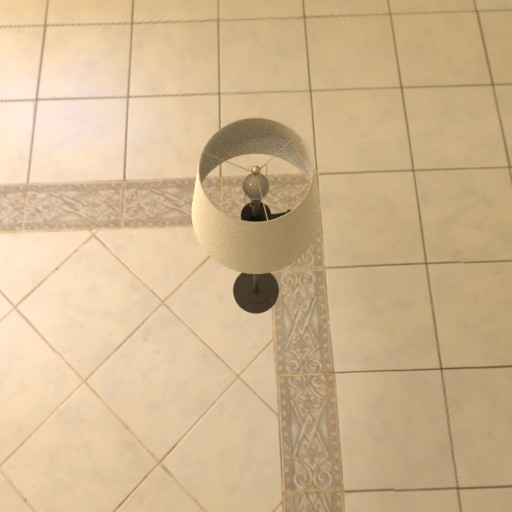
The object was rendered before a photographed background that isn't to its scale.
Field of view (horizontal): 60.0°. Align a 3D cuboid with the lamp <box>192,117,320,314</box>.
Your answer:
[{"bbox_3d":[0.000,0.000,1.659,0.348,1.473,0.348,-11,76,-3],"label":"lamp"}]
